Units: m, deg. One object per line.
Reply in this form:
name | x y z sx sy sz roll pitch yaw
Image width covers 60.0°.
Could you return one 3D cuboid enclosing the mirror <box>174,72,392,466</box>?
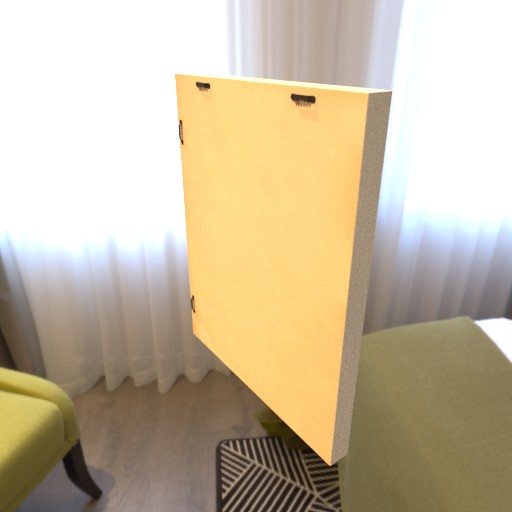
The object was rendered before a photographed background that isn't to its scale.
mirror | 0.000 0.000 0.687 0.041 0.509 0.406 -17 31 -32
